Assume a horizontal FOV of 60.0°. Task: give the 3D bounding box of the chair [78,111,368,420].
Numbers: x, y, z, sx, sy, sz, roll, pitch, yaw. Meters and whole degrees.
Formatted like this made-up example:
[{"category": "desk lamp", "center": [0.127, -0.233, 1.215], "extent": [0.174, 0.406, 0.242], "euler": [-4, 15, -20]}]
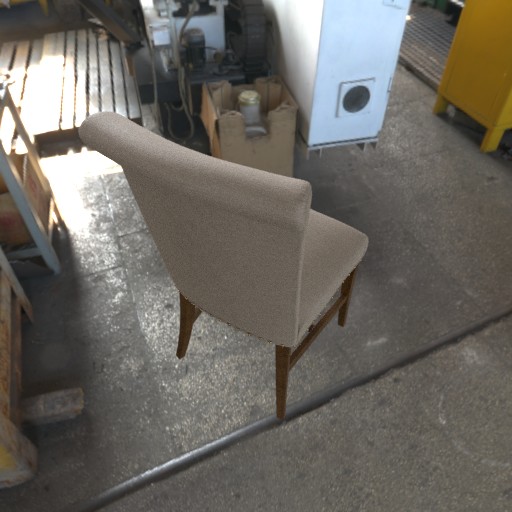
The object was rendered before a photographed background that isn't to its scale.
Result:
[{"category": "chair", "center": [0.000, 0.000, 1.301], "extent": [0.513, 0.988, 0.608], "euler": [24, 51, 21]}]
